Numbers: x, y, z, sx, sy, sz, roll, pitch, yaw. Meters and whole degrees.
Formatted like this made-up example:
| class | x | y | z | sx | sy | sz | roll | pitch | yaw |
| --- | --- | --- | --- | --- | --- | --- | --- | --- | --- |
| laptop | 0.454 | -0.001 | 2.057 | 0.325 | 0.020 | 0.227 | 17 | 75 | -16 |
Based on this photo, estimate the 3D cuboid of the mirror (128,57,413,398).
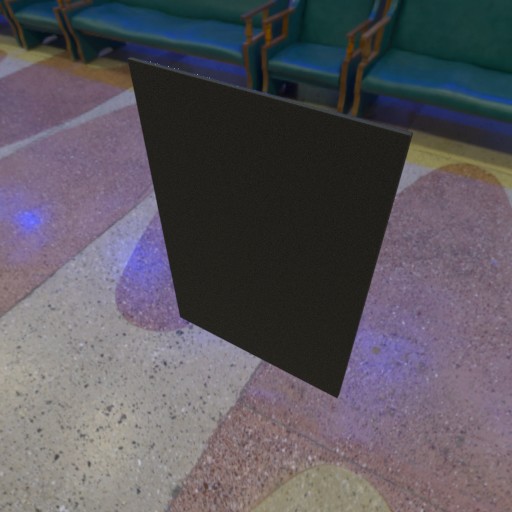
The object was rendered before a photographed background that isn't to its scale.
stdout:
| class | x | y | z | sx | sy | sz | roll | pitch | yaw |
| --- | --- | --- | --- | --- | --- | --- | --- | --- | --- |
| mirror | 0.000 | 0.000 | 1.171 | 0.613 | 0.914 | 0.039 | 23 | 50 | 21 |
